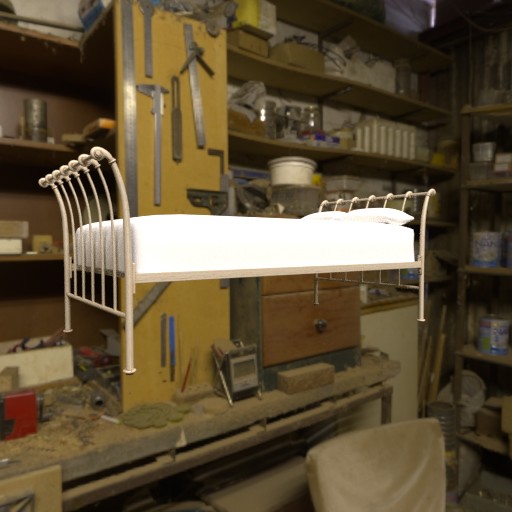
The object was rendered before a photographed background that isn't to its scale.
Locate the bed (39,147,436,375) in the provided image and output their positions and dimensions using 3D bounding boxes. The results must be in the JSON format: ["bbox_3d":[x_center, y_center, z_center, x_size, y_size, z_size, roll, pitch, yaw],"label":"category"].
[{"bbox_3d":[0.000,0.000,2.698,2.228,0.873,1.032,-1,2,-36],"label":"bed"}]
